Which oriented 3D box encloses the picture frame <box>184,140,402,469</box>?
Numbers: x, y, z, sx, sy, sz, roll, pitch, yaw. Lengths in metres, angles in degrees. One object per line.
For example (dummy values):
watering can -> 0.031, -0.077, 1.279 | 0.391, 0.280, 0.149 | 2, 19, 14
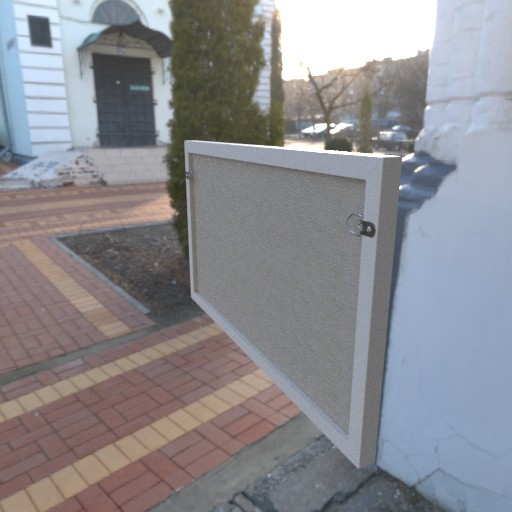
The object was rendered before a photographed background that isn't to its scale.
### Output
picture frame -> 0.000, 0.000, 0.782 | 0.044, 0.379, 0.647 | -8, 18, -25
